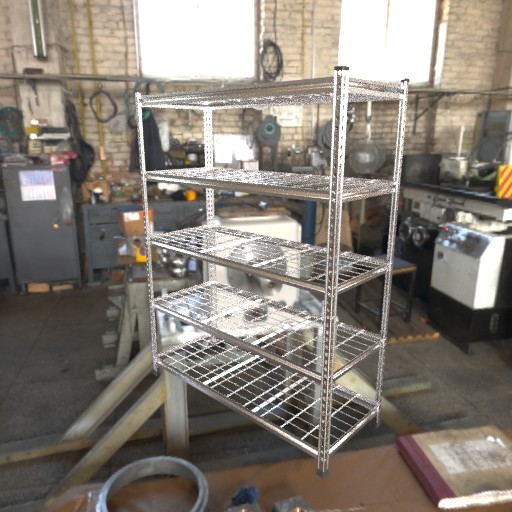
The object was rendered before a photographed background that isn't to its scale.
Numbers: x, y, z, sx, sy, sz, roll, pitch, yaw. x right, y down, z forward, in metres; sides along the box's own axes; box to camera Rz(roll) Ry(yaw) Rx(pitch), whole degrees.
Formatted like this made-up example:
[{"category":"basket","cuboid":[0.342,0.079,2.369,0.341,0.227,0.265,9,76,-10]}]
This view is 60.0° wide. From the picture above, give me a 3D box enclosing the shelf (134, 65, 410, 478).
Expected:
[{"category":"shelf","cuboid":[0.000,0.000,2.740,1.524,1.981,0.610,14,21,41]}]
